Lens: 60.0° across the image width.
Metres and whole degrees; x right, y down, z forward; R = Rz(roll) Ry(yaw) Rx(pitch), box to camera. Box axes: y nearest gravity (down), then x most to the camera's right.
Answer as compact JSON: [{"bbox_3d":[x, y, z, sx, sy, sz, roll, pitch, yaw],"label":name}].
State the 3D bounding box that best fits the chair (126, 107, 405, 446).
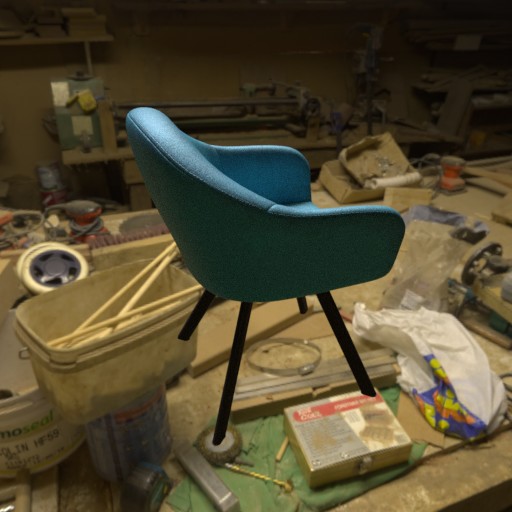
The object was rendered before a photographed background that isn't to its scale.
[{"bbox_3d":[0.000,0.000,1.174,0.570,0.780,0.540,-10,31,-18],"label":"chair"}]
